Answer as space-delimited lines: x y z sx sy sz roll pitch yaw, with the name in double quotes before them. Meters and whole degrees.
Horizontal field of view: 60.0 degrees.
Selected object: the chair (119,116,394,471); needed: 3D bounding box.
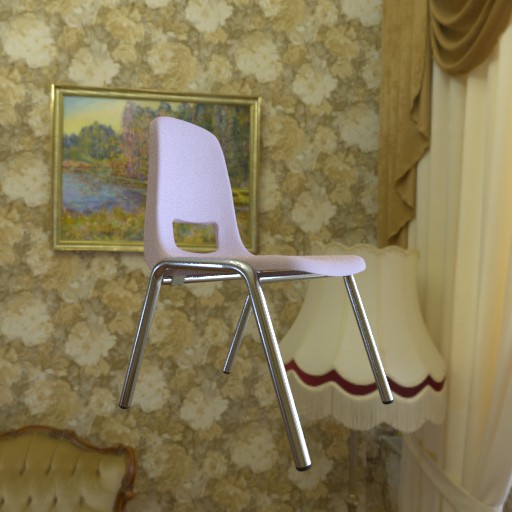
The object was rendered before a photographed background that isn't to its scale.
"chair" 0.000 0.000 0.857 0.423 0.586 0.354 0 0 36
